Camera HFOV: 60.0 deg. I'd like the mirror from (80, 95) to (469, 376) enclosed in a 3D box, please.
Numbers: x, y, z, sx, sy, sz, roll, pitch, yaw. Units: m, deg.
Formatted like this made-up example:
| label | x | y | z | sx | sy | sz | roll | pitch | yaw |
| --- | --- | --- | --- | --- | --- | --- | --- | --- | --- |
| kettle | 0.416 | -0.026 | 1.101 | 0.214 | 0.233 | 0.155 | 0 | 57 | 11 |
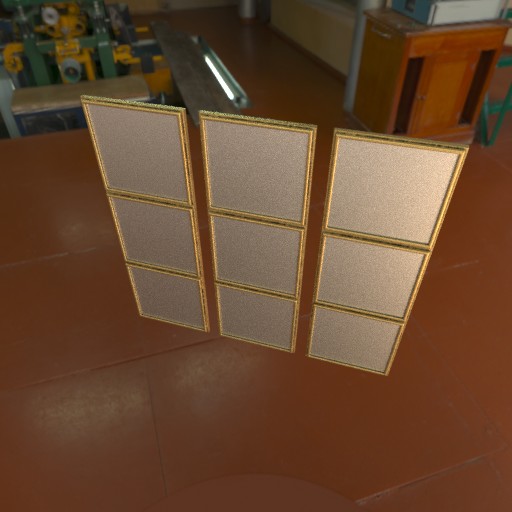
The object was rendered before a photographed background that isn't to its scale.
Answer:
| label | x | y | z | sx | sy | sz | roll | pitch | yaw |
| --- | --- | --- | --- | --- | --- | --- | --- | --- | --- |
| mirror | 0.000 | 0.000 | 1.425 | 1.011 | 0.926 | 0.023 | 11 | 43 | 12 |
